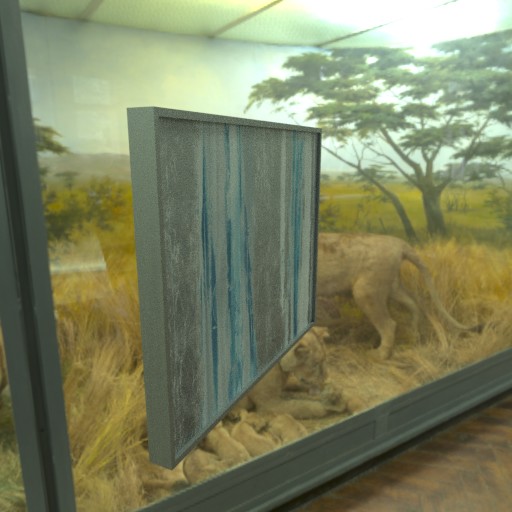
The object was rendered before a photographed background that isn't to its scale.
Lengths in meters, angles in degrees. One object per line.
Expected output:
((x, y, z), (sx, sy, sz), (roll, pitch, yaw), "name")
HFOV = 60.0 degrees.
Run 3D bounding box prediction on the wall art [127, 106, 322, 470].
((0.000, 0.000, 0.773), (0.037, 0.450, 0.557), (7, 15, 26), "wall art")
